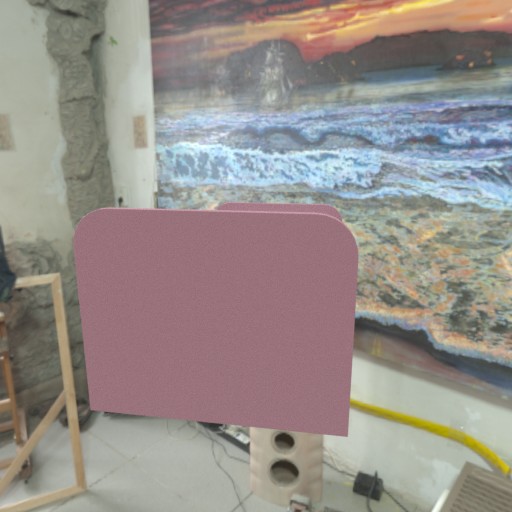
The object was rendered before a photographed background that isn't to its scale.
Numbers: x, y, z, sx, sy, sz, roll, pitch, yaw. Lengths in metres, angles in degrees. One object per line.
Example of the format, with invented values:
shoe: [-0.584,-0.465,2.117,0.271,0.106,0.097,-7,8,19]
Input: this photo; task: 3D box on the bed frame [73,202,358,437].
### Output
bed frame: [0.000,0.000,2.510,0.998,0.805,1.963,2,15,9]
